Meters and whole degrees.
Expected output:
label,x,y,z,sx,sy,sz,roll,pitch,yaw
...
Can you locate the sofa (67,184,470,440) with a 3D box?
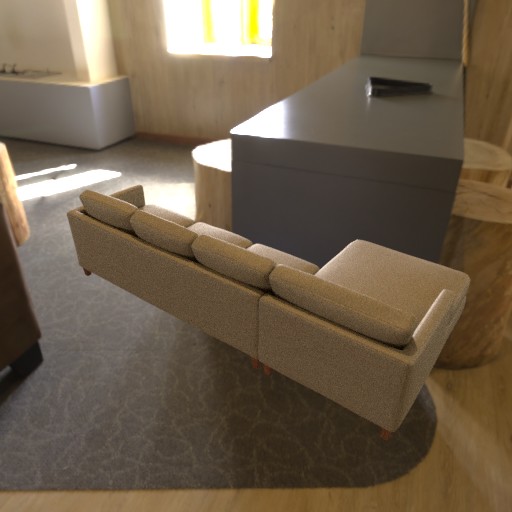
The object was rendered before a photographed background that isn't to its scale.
label,x,y,z,sx,sy,sz,roll,pitch,yaw
sofa,0.000,0.000,3.788,3.201,0.876,1.502,21,37,31
